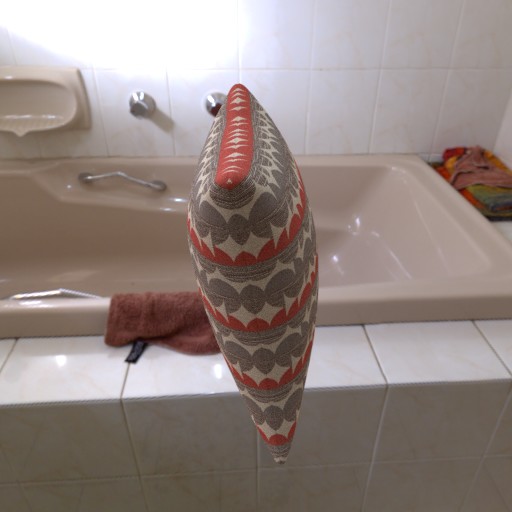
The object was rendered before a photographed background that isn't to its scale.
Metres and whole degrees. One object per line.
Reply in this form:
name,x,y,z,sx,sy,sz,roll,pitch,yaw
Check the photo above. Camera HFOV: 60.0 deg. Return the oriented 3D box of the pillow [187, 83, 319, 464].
pillow,0.000,0.000,0.657,0.180,0.410,0.420,0,32,-1
